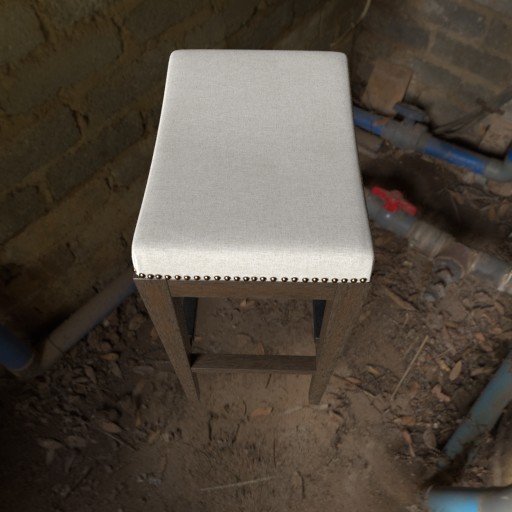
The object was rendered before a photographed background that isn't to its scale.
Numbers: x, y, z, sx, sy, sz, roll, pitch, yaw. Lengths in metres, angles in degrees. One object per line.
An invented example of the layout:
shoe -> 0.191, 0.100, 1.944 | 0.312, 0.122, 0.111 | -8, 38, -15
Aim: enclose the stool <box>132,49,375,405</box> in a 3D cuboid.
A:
stool -> 0.000, 0.000, 1.037 | 0.358, 0.759, 0.498 | 1, 58, 1
